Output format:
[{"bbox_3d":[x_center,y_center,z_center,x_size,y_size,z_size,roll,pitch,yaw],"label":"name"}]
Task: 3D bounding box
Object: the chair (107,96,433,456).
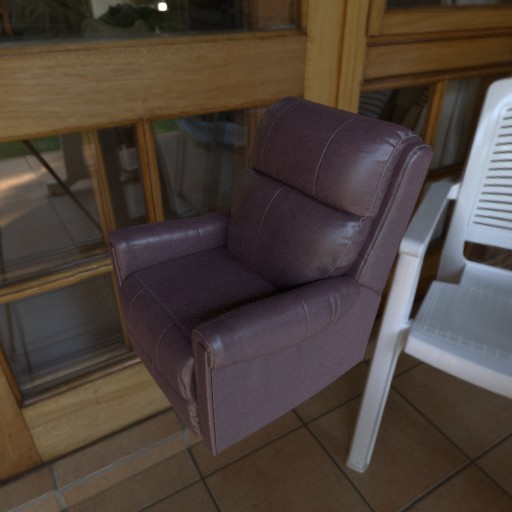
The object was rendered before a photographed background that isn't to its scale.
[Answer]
[{"bbox_3d":[0.000,0.000,1.770,1.014,1.054,0.838,-21,38,-30],"label":"chair"}]
